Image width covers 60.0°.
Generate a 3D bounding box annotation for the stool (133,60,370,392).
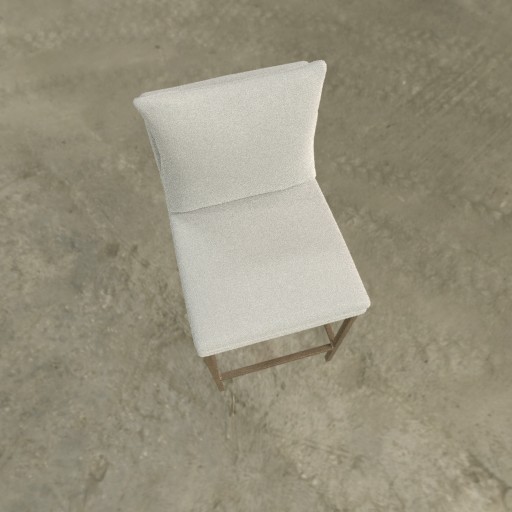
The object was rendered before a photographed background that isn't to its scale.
[{"bbox_3d":[0.000,0.000,1.356,0.463,1.032,0.572,-14,64,-7],"label":"stool"}]
